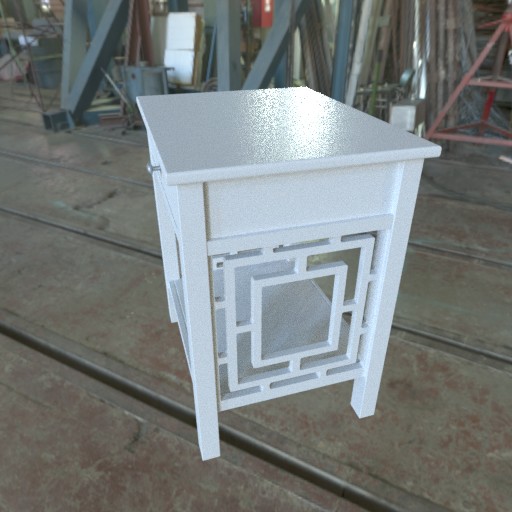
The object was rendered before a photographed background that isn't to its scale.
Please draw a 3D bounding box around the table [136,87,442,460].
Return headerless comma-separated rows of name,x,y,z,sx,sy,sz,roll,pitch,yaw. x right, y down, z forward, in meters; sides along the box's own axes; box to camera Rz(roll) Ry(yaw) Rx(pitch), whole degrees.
table,0.000,0.000,1.048,0.451,0.646,0.564,-9,32,-15
